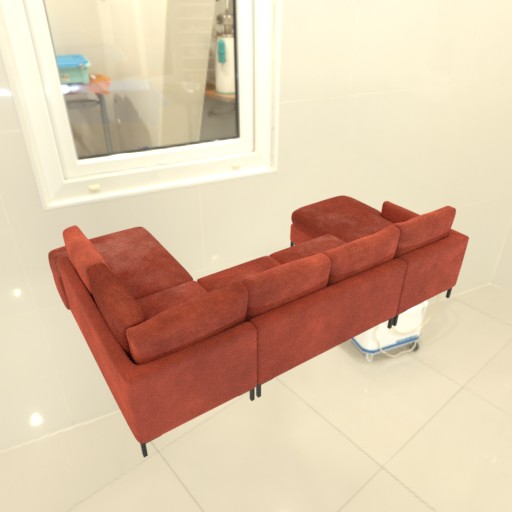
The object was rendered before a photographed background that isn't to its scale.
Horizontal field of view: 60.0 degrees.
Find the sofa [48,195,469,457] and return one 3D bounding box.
[{"bbox_3d":[0.000,0.000,3.758,2.971,0.858,1.981,-19,36,-28],"label":"sofa"}]
